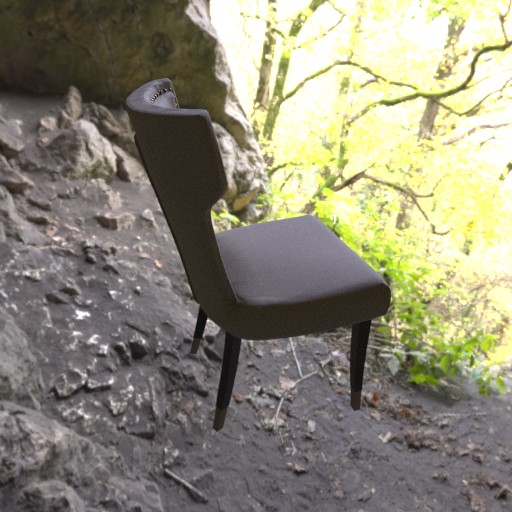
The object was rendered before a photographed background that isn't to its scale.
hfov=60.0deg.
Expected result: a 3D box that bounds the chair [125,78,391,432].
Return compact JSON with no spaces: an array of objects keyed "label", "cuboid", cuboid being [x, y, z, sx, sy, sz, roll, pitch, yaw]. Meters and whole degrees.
[{"label":"chair","cuboid":[0.000,0.000,1.323,0.630,0.955,0.526,-10,31,-16]}]
